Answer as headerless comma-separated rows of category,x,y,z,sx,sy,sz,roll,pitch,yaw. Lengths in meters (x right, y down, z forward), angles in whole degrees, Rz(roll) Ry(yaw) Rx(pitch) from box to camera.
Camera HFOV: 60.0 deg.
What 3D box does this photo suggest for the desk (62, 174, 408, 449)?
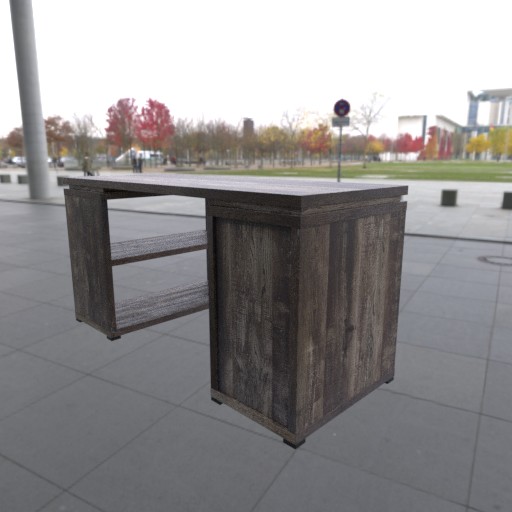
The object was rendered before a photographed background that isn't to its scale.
desk,0.000,0.000,2.178,1.524,0.753,1.200,12,17,43
